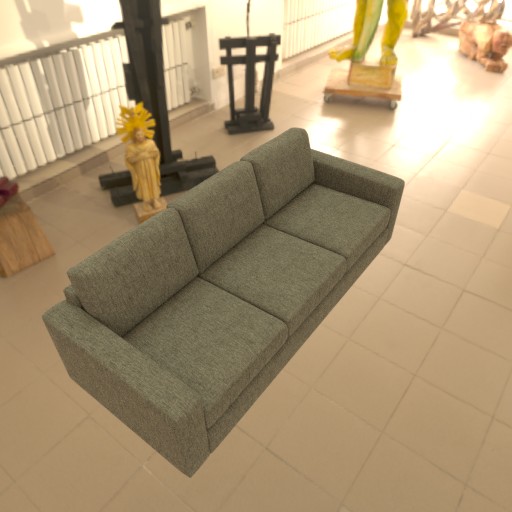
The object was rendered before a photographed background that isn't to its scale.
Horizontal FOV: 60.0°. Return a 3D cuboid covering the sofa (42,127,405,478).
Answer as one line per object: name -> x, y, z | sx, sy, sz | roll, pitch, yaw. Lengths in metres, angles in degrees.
sofa -> 0.000, 0.000, 2.590 | 0.900, 0.800, 2.160 | 26, 47, 27
